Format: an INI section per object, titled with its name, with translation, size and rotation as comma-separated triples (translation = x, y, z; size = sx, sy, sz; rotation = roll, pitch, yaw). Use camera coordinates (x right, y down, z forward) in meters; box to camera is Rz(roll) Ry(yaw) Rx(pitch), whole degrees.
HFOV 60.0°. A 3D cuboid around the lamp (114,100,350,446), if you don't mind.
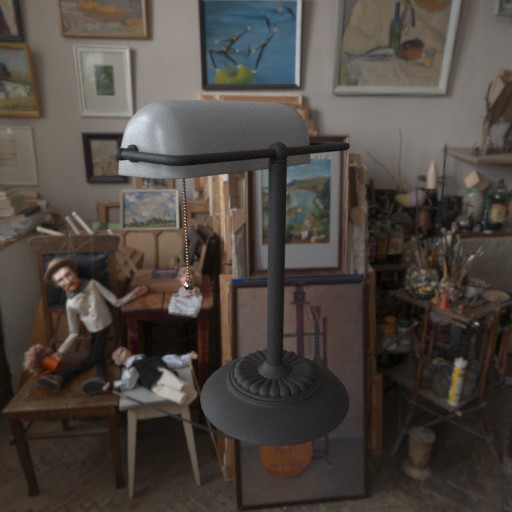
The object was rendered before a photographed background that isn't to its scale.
[lamp]
translation = 0.000, 0.000, 0.510
size = 0.264, 0.339, 0.243
rotation = -17, 24, -42
